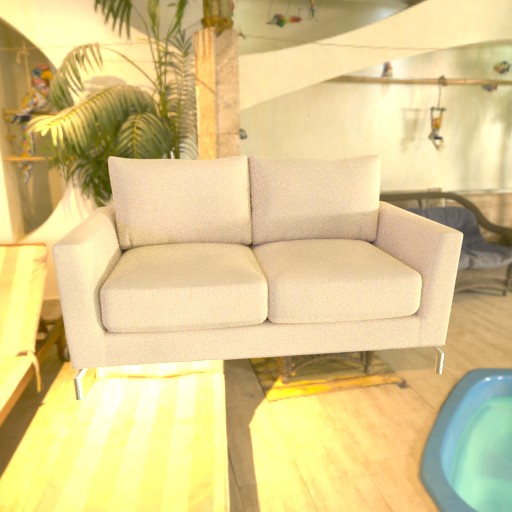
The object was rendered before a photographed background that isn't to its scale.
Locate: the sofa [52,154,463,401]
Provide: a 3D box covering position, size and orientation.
[{"bbox_3d":[0.000,0.000,2.307,1.739,0.995,0.906,-2,16,-7],"label":"sofa"}]
